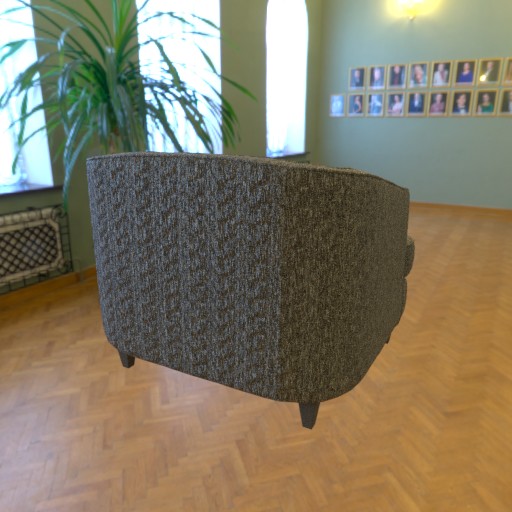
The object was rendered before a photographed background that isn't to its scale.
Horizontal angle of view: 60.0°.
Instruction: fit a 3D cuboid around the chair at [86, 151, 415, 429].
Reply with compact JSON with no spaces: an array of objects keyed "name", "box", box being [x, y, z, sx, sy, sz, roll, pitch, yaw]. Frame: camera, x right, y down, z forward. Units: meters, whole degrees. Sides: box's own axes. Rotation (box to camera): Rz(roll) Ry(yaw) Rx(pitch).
[{"name":"chair","box":[0.000,0.000,1.787,1.104,0.852,0.941,9,18,27]}]
